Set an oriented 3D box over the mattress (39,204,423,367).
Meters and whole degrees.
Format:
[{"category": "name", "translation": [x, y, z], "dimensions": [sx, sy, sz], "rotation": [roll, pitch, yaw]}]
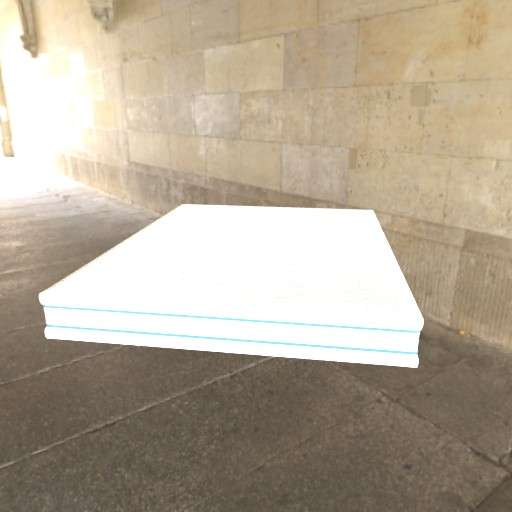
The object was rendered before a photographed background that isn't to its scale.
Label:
[{"category": "mattress", "translation": [0.000, 0.000, 2.768], "dimensions": [1.600, 0.230, 2.000], "rotation": [3, 18, 8]}]
